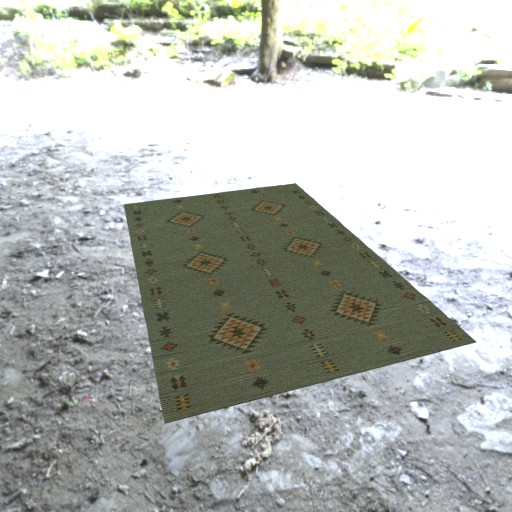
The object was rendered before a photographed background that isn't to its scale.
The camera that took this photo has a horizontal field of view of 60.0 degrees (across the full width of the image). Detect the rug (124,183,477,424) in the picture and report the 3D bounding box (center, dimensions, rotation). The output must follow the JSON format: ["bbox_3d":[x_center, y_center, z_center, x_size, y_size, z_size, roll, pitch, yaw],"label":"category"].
[{"bbox_3d":[0.000,0.000,2.313,1.217,0.005,1.818,-10,31,-16],"label":"rug"}]
